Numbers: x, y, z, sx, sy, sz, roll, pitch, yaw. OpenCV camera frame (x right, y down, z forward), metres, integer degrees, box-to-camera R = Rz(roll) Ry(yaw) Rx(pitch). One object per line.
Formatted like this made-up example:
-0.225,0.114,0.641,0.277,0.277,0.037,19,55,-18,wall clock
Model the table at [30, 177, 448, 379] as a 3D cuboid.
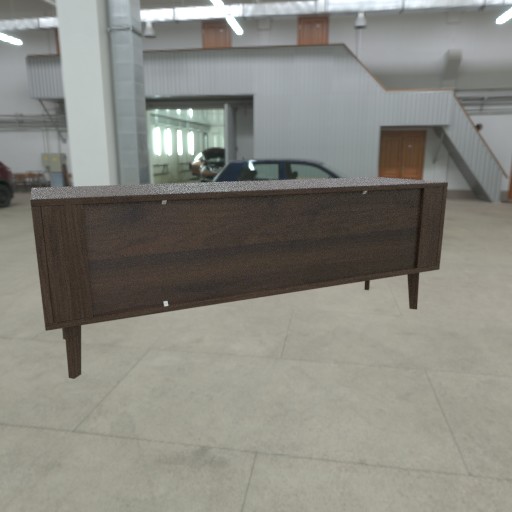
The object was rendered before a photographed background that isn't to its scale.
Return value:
0.000,0.000,1.593,1.397,0.508,0.405,-6,15,-25,table
